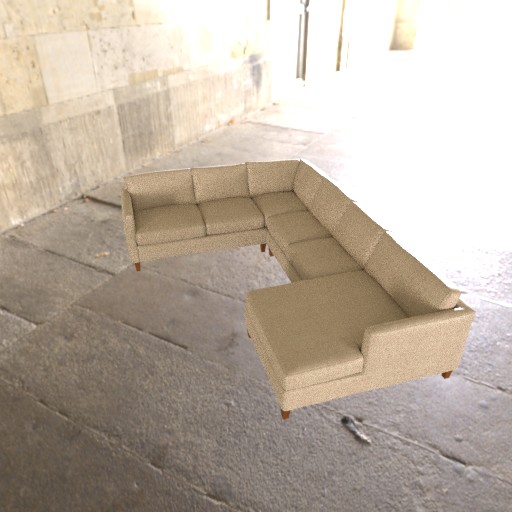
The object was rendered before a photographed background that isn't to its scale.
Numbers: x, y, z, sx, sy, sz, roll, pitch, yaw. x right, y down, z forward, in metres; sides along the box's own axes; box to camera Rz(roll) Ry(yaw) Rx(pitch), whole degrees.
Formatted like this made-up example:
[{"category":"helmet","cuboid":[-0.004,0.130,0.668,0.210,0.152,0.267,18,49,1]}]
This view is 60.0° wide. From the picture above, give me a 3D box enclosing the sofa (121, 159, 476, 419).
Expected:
[{"category":"sofa","cuboid":[0.000,0.000,4.641,2.594,0.961,3.460,-9,32,-14]}]
